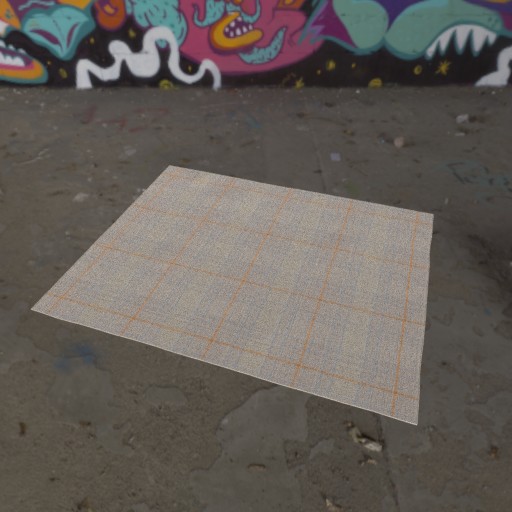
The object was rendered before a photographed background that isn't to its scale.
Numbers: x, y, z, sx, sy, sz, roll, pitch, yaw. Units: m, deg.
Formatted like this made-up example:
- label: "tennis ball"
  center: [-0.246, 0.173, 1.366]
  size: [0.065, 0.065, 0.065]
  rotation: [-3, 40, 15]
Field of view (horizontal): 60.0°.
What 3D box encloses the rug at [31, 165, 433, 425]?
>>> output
- label: "rug"
  center: [0.000, 0.000, 4.102]
  size: [3.051, 0.021, 2.448]
  rotation: [13, 43, 14]
